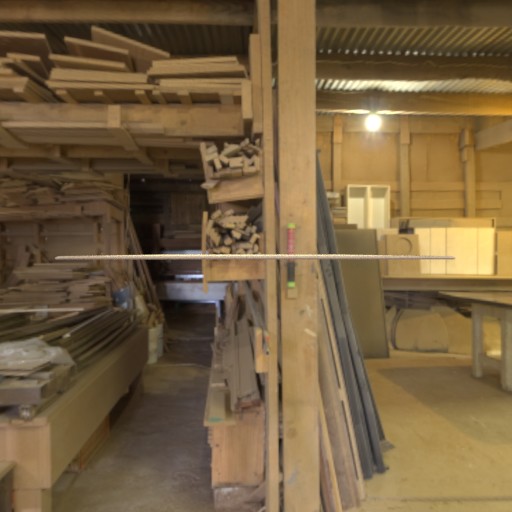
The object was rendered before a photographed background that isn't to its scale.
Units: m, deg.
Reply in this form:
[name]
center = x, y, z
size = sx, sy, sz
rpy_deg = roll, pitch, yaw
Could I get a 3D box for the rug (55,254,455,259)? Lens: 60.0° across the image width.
[rug]
center = 0.000, 0.000, 2.718
size = 1.517, 0.013, 2.115
rpy_deg = 0, 0, 0
